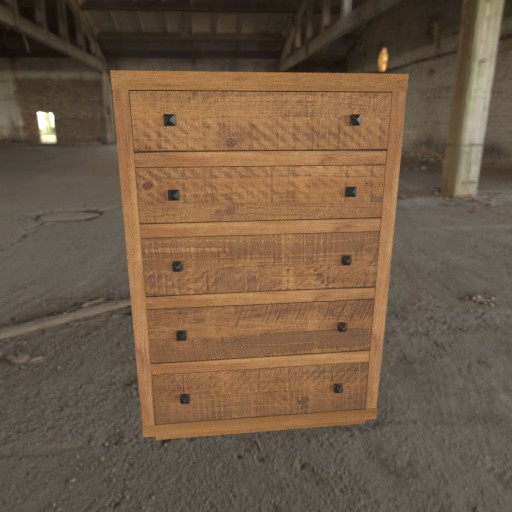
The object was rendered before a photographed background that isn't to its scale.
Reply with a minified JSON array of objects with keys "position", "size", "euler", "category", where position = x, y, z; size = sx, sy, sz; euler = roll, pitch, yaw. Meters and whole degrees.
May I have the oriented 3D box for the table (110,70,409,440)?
[{"position":[0.000,0.000,1.739],"size":[0.901,1.294,0.524],"euler":[-2,17,-6],"category":"table"}]
